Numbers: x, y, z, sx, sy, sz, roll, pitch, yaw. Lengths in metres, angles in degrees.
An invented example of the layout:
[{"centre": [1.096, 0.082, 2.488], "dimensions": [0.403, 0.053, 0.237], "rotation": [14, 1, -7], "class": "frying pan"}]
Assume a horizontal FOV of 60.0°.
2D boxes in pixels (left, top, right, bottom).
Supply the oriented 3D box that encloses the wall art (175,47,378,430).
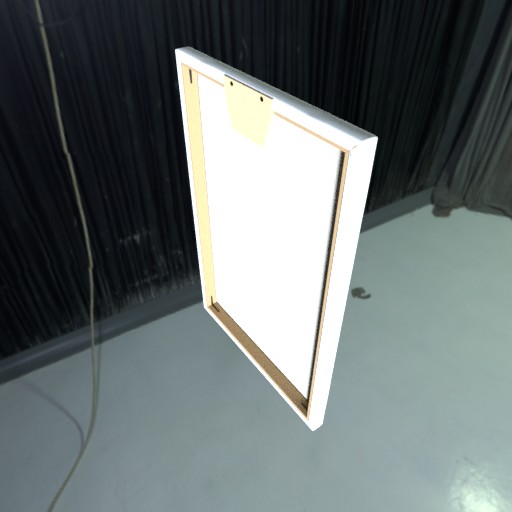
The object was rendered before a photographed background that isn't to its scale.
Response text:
[{"centre": [0.000, 0.000, 1.174], "dimensions": [0.048, 0.902, 0.602], "rotation": [-26, 47, -27], "class": "wall art"}]
